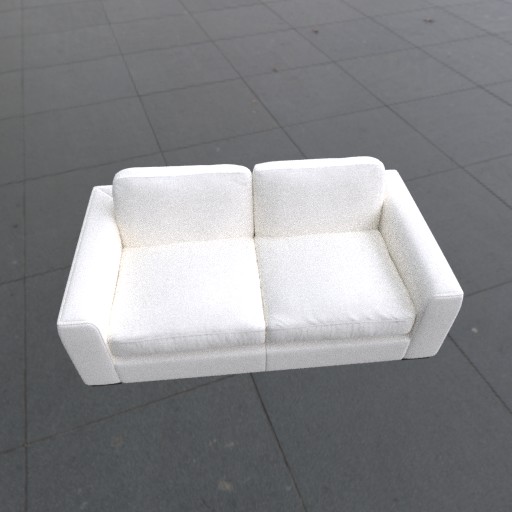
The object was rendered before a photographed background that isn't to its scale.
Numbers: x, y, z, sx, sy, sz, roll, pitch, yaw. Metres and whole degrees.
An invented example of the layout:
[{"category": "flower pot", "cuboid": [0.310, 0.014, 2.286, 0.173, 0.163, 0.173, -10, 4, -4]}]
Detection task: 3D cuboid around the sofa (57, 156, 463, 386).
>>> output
[{"category": "sofa", "cuboid": [0.000, 0.000, 2.491, 1.920, 0.801, 1.069, -4, 46, -4]}]
